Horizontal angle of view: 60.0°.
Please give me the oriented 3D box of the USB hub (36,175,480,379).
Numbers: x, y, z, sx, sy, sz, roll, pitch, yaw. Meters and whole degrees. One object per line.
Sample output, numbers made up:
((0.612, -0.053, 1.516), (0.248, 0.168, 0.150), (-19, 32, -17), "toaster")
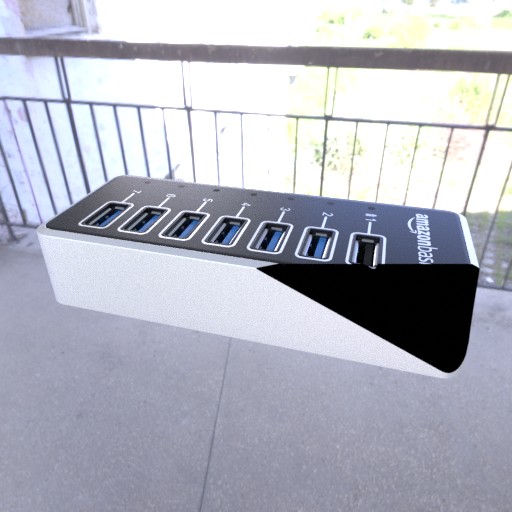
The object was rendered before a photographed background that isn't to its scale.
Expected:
((0.000, 0.000, 0.125), (0.110, 0.023, 0.044), (8, 32, 14), "USB hub")
